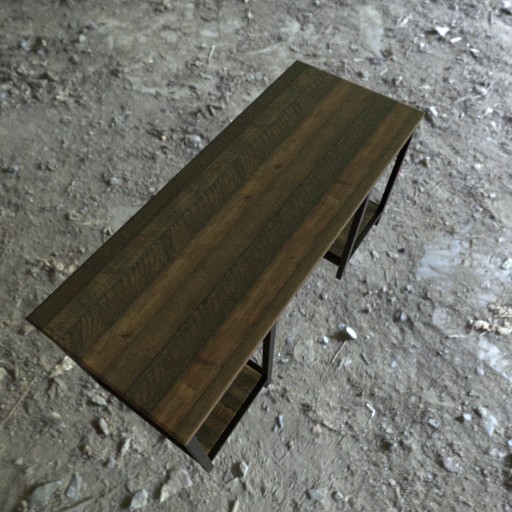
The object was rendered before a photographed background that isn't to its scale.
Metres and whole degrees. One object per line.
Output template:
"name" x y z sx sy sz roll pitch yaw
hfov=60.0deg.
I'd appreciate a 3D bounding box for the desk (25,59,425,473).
"desk" 0.000 0.000 1.887 0.617 0.753 1.538 30 63 18
